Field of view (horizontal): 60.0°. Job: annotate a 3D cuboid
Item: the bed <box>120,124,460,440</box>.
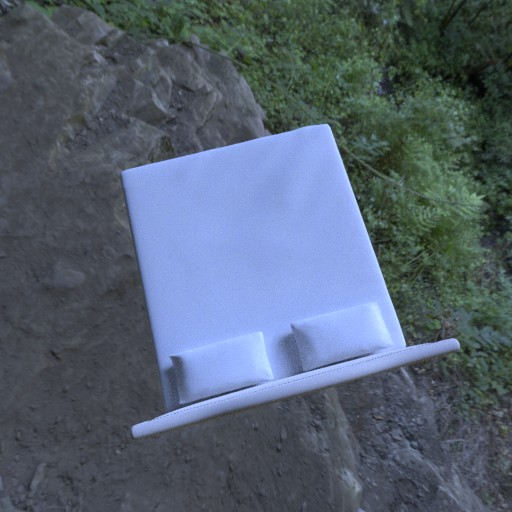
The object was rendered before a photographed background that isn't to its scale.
[{"bbox_3d":[0.000,0.000,3.546,2.083,1.421,2.182,-14,74,-4],"label":"bed"}]
